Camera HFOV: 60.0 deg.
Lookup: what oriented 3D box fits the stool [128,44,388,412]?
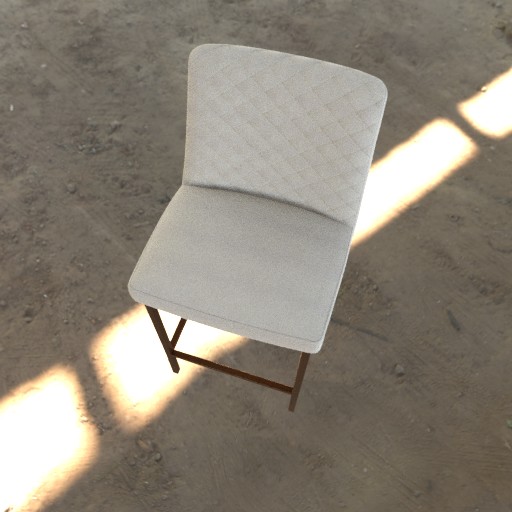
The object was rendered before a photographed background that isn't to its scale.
[{"bbox_3d":[0.000,0.000,1.297,0.507,0.973,0.576,15,60,9],"label":"stool"}]
